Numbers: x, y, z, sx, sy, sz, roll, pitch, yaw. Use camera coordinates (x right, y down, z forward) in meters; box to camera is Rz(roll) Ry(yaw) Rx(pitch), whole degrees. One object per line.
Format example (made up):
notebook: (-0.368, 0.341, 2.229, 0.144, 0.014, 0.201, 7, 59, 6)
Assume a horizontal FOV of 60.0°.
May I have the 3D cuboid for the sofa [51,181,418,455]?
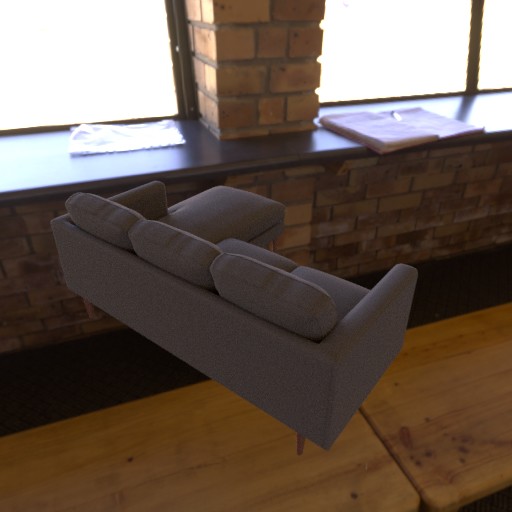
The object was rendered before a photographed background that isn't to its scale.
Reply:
sofa: (0.000, 0.000, 2.878, 2.031, 0.897, 1.591, 22, 37, 32)
